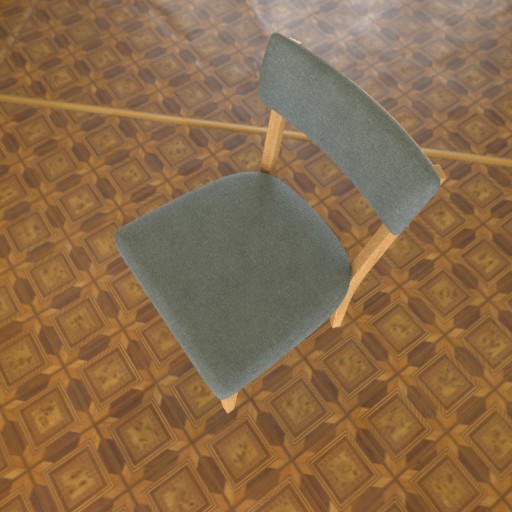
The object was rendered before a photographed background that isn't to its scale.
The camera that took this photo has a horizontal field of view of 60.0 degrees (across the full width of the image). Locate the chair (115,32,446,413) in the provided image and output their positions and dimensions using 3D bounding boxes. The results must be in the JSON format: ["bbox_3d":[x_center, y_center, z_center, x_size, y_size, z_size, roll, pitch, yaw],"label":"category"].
[{"bbox_3d":[0.000,0.000,1.161,0.572,0.832,0.508,-33,69,-15],"label":"chair"}]
